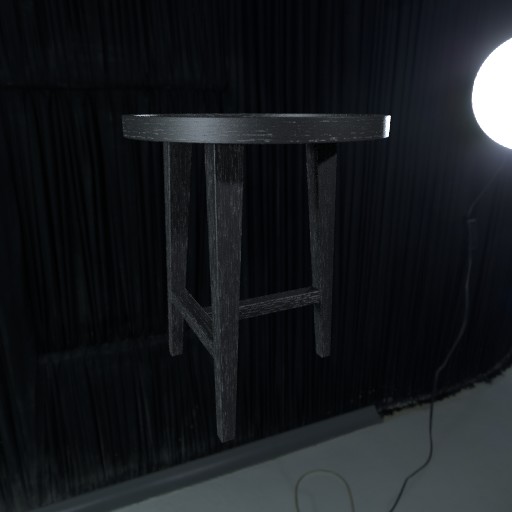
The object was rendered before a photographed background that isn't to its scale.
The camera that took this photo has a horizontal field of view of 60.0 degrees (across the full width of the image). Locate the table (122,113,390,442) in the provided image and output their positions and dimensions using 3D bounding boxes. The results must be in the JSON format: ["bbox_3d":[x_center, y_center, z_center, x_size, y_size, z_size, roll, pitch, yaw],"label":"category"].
[{"bbox_3d":[0.000,0.000,0.757,0.399,0.460,0.399,0,18,0],"label":"table"}]
